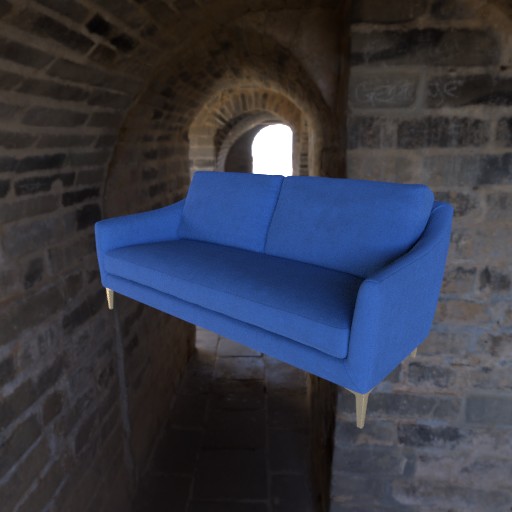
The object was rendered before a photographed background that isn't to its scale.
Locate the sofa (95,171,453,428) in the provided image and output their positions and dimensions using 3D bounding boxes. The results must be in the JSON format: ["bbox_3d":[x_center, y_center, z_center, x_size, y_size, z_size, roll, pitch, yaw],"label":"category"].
[{"bbox_3d":[0.000,0.000,2.551,2.036,0.903,0.960,12,18,42],"label":"sofa"}]
